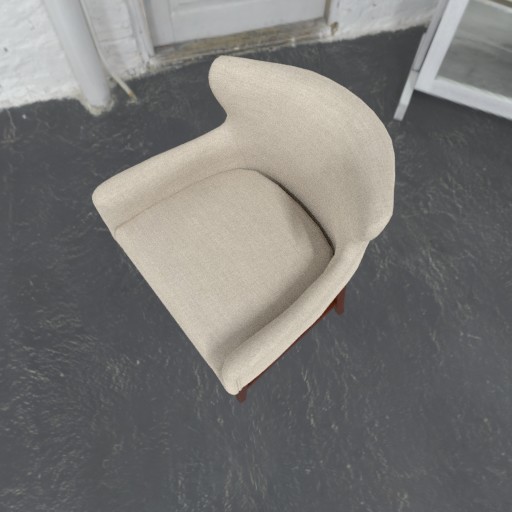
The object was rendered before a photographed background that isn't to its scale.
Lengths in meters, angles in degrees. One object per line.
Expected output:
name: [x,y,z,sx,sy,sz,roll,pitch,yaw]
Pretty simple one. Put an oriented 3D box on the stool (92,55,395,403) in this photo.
stool: [0.000,0.000,1.380,0.637,0.987,0.615,-36,70,-15]
